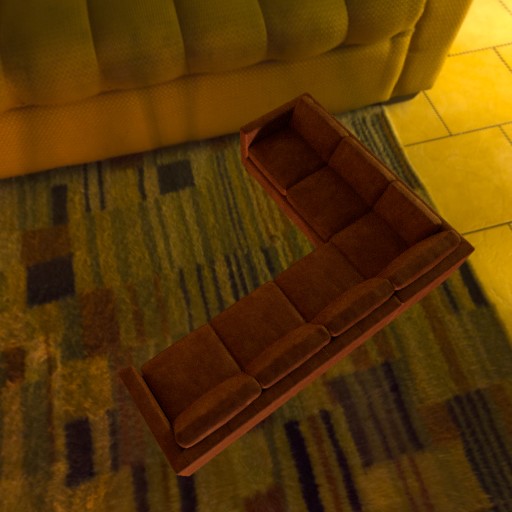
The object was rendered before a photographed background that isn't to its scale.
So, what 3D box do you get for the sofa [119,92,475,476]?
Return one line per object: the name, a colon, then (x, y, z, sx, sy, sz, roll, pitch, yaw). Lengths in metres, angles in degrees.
sofa: (0.000, 0.000, 4.271, 3.150, 0.838, 2.438, -33, 67, -15)
